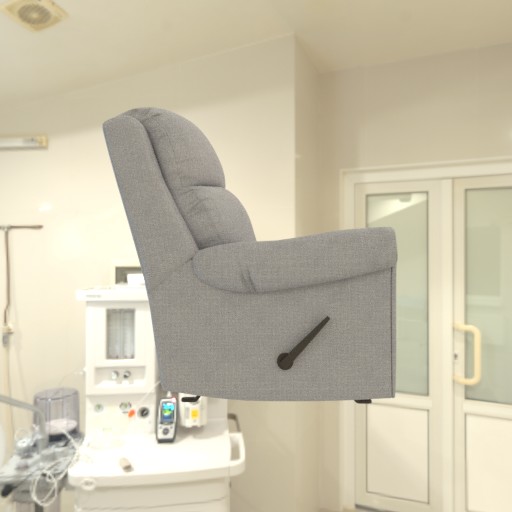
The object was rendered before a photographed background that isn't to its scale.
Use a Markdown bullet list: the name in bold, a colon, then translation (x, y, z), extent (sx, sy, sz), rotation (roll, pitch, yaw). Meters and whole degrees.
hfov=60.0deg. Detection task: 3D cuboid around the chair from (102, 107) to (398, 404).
- **chair**: translation (0.000, 0.000, 1.809), extent (1.014, 1.054, 0.838), rotation (0, -1, 1)
